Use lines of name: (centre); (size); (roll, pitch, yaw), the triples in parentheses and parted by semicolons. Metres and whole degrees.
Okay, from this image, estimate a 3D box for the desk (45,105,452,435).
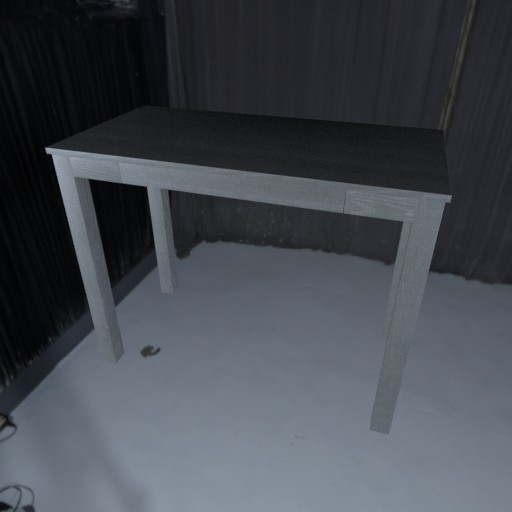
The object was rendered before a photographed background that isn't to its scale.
desk: (0.000, 0.000, 1.422); (0.991, 0.762, 0.499); (10, 33, 15)
